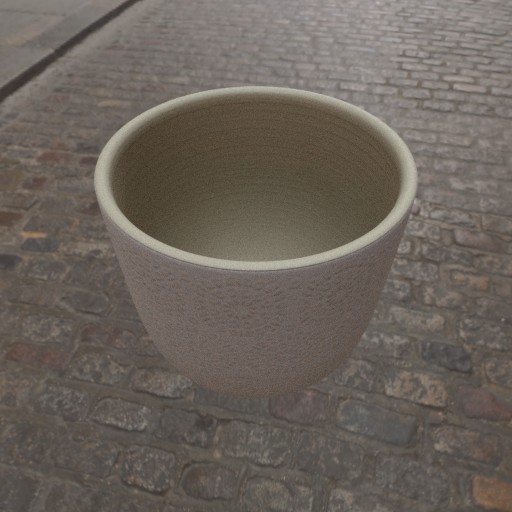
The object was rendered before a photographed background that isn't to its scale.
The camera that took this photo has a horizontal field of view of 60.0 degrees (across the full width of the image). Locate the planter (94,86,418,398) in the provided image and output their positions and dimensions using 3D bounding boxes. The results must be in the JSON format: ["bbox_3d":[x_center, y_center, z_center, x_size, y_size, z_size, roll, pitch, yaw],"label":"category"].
[{"bbox_3d":[0.000,0.000,0.360,0.208,0.190,0.208,0,45,0],"label":"planter"}]
